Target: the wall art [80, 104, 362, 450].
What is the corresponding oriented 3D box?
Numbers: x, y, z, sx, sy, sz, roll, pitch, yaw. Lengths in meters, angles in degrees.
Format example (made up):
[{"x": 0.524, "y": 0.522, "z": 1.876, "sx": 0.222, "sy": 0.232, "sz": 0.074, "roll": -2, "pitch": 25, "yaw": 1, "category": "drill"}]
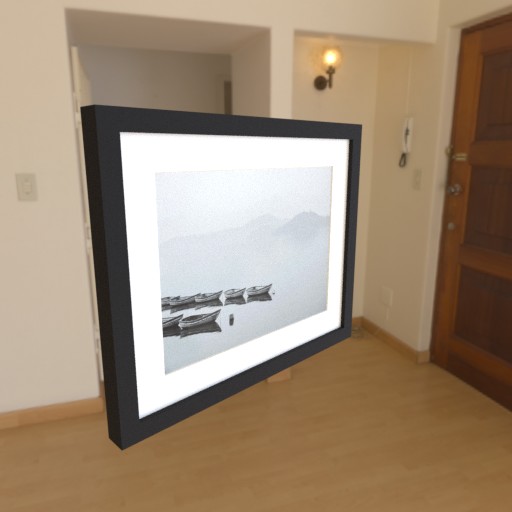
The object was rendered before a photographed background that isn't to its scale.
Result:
[{"x": 0.000, "y": 0.000, "z": 0.545, "sx": 0.397, "sy": 0.325, "sz": 0.028, "roll": -13, "pitch": 18, "yaw": -43, "category": "wall art"}]
